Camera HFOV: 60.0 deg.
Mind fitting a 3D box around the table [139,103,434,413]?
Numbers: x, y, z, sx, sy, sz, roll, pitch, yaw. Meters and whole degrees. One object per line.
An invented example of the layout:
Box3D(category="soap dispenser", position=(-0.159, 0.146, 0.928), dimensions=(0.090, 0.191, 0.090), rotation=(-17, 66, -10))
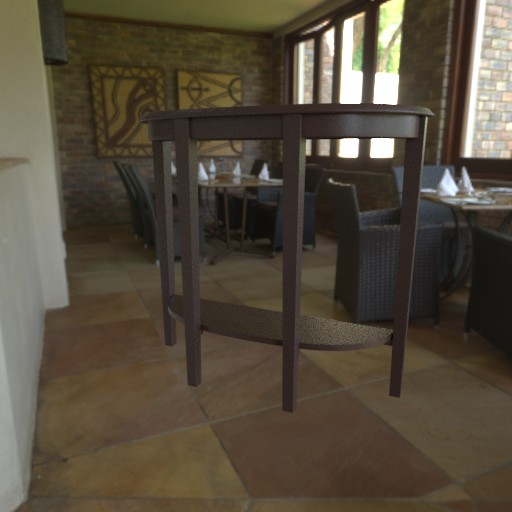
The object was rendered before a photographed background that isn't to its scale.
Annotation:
Box3D(category="table", position=(0.000, 0.000, 1.329), dimensions=(0.909, 0.831, 0.274), rotation=(6, 15, 25))
